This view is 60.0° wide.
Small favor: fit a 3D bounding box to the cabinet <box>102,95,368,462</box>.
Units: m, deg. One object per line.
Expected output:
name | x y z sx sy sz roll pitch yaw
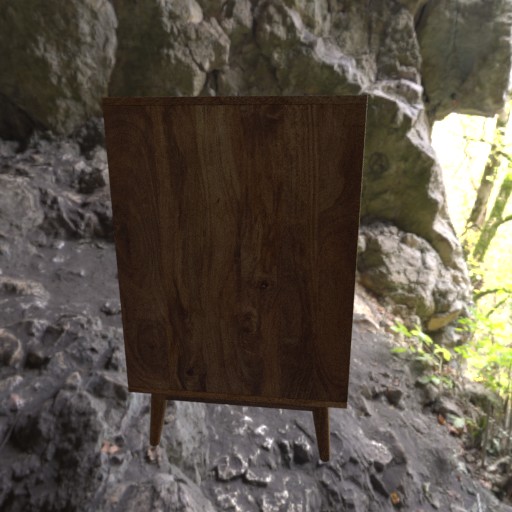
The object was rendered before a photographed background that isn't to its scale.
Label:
cabinet | 0.000 0.000 1.175 0.473 0.758 0.647 2 16 7
